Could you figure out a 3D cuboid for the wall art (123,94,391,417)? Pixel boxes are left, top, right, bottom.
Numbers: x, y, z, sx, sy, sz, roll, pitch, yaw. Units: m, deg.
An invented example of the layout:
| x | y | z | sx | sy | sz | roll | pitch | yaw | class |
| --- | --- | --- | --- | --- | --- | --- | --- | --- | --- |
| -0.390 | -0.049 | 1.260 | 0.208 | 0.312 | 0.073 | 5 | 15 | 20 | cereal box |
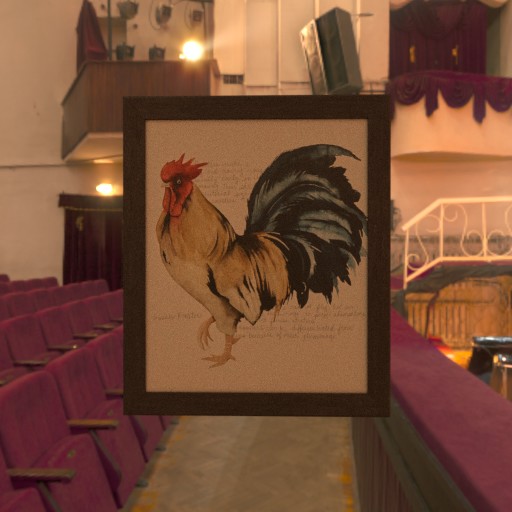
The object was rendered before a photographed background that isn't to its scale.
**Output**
| x | y | z | sx | sy | sz | roll | pitch | yaw | class |
| --- | --- | --- | --- | --- | --- | --- | --- | --- | --- |
| 0.000 | 0.000 | 0.792 | 0.476 | 0.570 | 0.013 | 0 | 0 | 1 | wall art |
